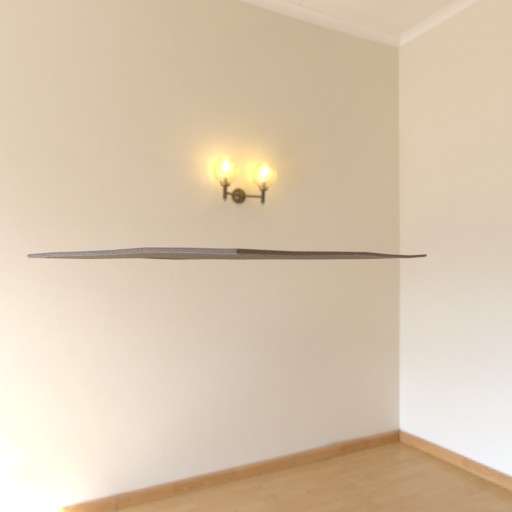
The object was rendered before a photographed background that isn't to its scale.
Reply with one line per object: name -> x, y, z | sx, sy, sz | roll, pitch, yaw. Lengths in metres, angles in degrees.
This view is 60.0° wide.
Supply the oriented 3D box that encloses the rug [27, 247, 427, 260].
rug -> 0.000, 0.000, 2.372 | 1.252, 0.034, 1.829 | -1, -1, 37
